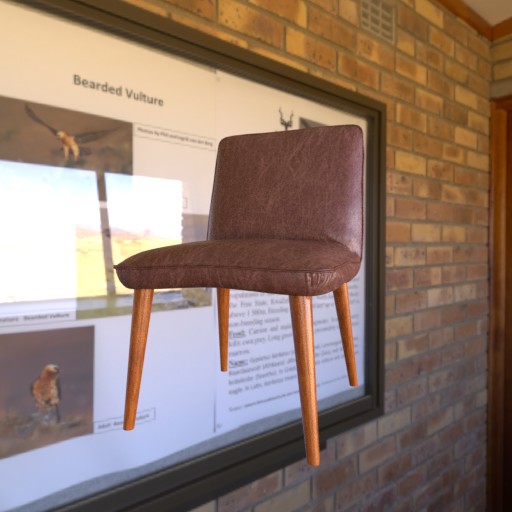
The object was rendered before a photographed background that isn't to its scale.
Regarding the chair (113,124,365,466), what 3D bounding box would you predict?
[{"bbox_3d":[0.000,0.000,1.188,0.543,0.803,0.645,0,1,17],"label":"chair"}]
